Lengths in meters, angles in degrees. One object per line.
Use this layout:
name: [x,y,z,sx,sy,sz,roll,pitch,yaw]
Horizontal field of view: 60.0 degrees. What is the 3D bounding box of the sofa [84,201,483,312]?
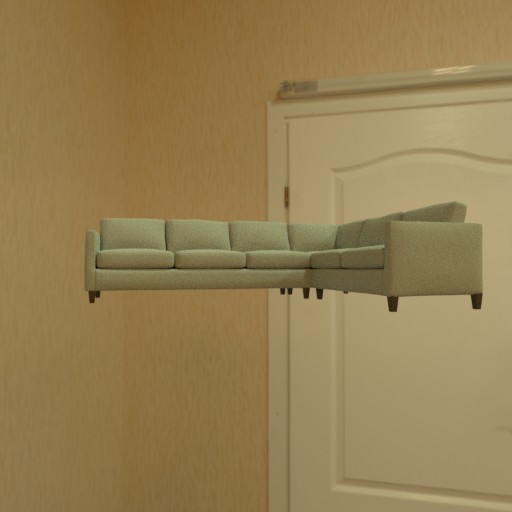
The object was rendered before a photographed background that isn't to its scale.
sofa: [0.000,0.000,4.467,3.333,0.934,2.522,0,-2,-16]
